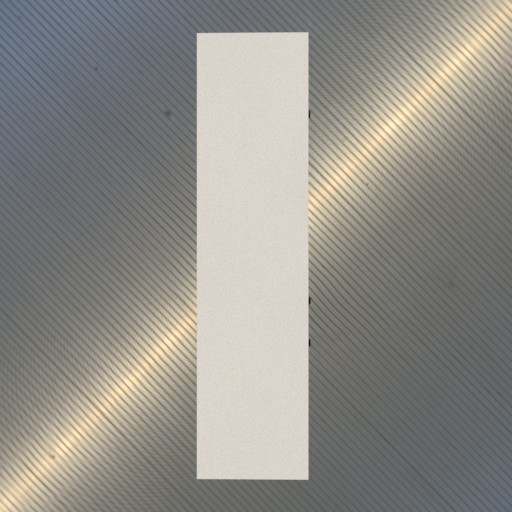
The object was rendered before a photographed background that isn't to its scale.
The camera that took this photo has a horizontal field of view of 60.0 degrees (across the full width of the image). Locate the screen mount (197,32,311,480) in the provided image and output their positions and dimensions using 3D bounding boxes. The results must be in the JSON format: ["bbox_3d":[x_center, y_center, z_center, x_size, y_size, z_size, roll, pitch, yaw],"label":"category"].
[{"bbox_3d":[0.000,0.000,1.847,0.418,0.520,1.600,0,90,1],"label":"screen mount"}]
